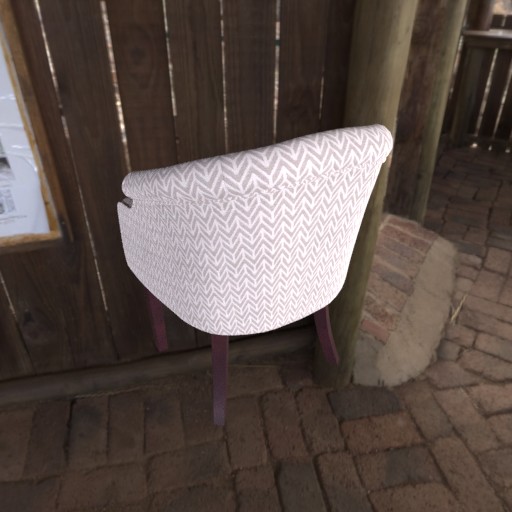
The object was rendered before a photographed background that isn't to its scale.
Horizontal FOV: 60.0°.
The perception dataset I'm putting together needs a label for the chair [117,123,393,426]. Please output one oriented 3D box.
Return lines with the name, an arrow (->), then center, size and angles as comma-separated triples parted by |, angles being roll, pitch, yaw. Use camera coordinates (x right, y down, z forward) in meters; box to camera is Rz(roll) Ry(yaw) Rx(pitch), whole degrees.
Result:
chair -> 0.000, 0.000, 1.321 | 0.686, 0.858, 0.613 | -19, 36, -28
